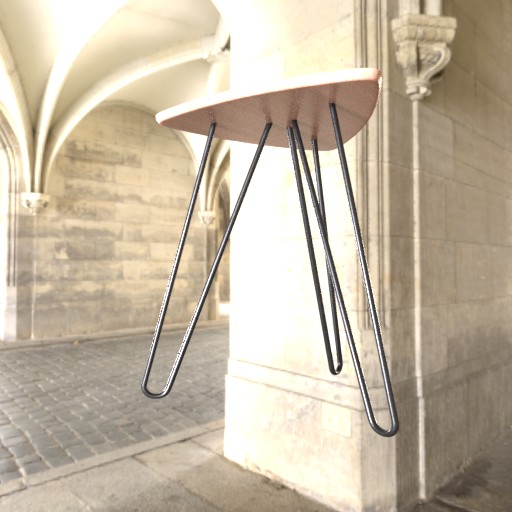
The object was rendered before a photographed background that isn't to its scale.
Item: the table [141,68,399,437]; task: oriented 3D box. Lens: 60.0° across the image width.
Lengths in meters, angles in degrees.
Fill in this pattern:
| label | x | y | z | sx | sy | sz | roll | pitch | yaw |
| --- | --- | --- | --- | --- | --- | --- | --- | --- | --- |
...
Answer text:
| label | x | y | z | sx | sy | sz | roll | pitch | yaw |
| --- | --- | --- | --- | --- | --- | --- | --- | --- | --- |
| table | 0.000 | 0.000 | 0.885 | 0.455 | 0.564 | 0.442 | 0 | -2 | 0 |
